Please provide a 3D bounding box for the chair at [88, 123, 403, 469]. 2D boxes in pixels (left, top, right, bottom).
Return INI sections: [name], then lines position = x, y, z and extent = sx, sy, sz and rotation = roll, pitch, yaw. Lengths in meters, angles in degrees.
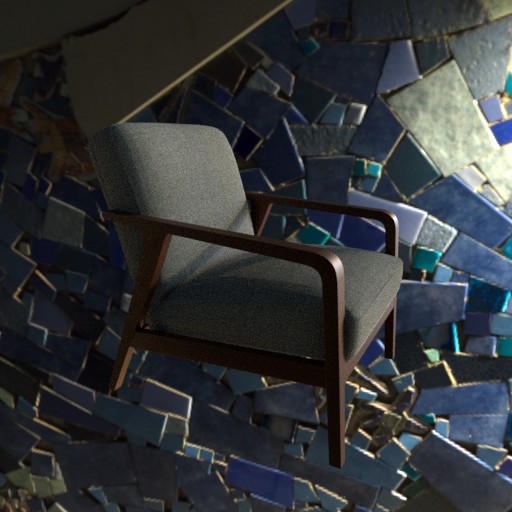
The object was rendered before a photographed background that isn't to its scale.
[chair]
position = 0.000, 0.000, 1.466
extent = 0.858, 0.847, 0.704
rotation = 8, 17, 27
